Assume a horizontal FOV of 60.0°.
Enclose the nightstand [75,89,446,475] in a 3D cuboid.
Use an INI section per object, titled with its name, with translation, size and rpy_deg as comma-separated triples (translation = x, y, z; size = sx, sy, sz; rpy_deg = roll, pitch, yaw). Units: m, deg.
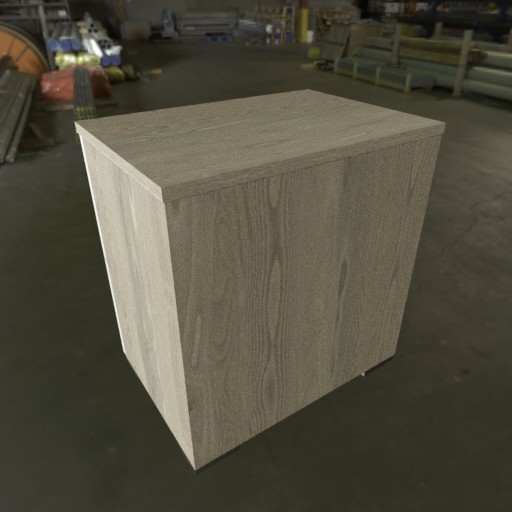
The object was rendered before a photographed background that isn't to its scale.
[nightstand]
translation = 0.000, 0.000, 0.767
size = 0.442, 0.461, 0.325
rpy_deg = -19, 36, -29
